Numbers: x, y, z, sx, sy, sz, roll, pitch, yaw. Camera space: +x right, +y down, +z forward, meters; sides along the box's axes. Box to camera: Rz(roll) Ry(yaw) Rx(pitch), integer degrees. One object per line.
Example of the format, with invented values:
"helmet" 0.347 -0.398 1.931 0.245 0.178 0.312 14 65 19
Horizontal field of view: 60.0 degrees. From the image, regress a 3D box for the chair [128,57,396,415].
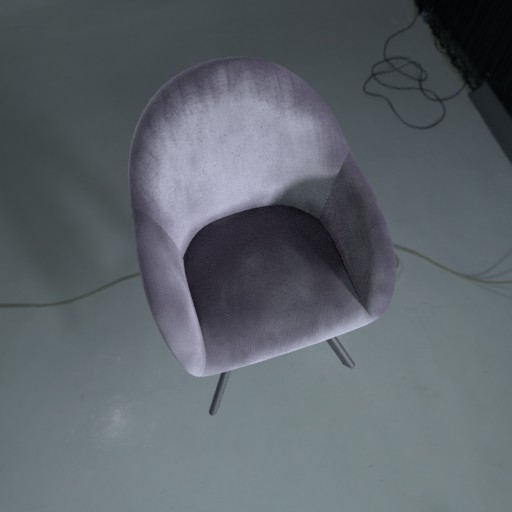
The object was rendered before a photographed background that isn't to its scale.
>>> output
"chair" 0.000 0.000 1.173 0.550 0.795 0.590 -16 65 -8
